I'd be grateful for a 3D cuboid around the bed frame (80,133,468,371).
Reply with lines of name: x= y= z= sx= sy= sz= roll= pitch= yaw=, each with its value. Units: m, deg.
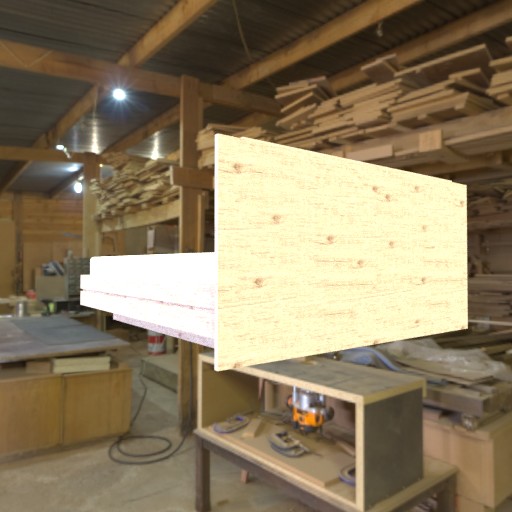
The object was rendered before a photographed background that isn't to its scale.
bed frame: x=0.000 y=0.000 z=3.193 sx=1.950 sy=0.970 sz=2.080 roll=1 pitch=-1 yaw=-37
